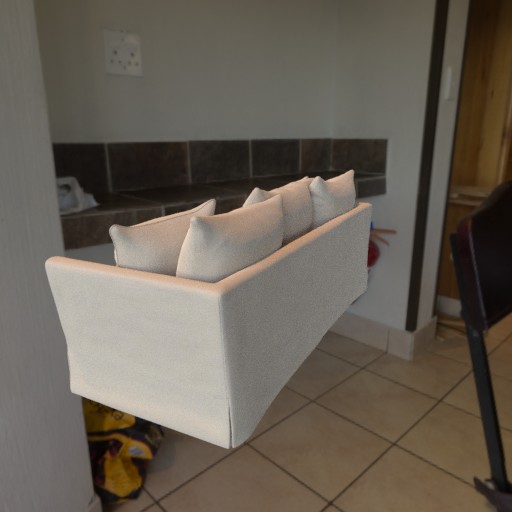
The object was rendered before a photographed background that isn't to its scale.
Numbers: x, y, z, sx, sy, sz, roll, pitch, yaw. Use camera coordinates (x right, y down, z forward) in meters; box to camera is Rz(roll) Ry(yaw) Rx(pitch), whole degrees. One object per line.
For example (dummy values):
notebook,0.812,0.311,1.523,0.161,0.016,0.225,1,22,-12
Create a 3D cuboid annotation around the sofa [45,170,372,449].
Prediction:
sofa,0.000,0.000,3.014,1.046,1.047,2.499,8,17,26
